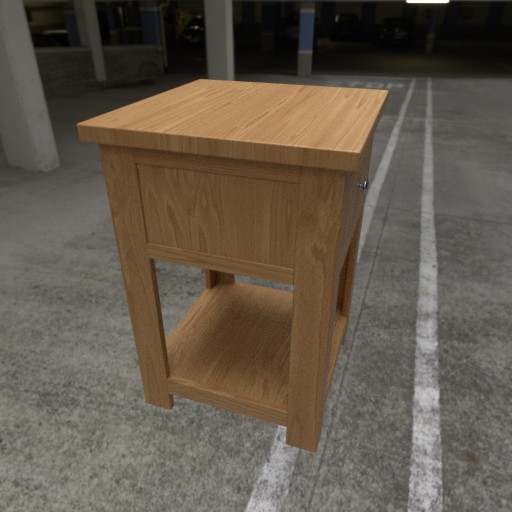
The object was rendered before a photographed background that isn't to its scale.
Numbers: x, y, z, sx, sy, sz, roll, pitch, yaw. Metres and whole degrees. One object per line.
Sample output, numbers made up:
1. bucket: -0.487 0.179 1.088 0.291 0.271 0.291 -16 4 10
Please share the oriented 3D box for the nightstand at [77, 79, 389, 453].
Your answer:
1. nightstand: 0.000 0.000 0.929 0.418 0.614 0.428 10 32 16
